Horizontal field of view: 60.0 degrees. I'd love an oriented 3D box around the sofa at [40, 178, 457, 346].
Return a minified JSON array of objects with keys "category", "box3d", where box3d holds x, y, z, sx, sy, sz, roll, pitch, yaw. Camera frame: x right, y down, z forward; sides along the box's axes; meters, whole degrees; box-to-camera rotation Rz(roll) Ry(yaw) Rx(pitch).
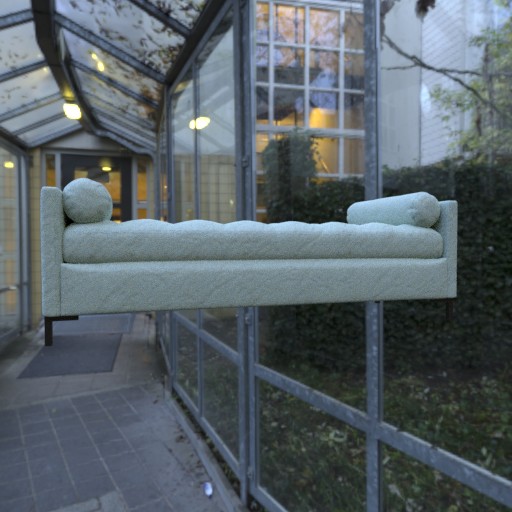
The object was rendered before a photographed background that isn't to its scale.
[{"category":"sofa","box3d":[0.000,0.000,2.477,2.102,0.705,0.796,-1,2,-18]}]
